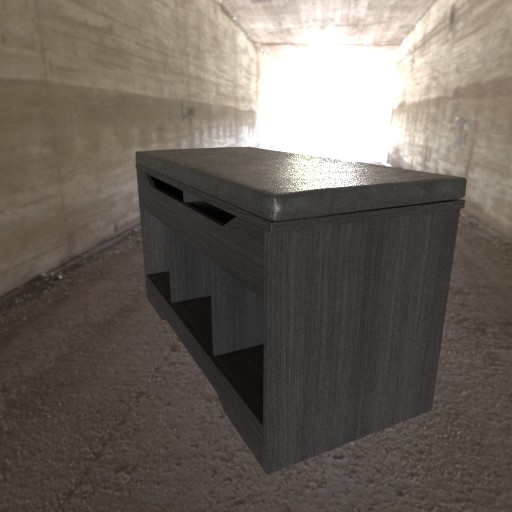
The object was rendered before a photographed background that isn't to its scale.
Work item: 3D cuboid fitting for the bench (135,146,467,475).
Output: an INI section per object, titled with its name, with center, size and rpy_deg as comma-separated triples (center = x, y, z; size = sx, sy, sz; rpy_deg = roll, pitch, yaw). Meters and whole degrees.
[bench]
center = 0.000, 0.000, 1.165
size = 0.401, 0.501, 0.905
rpy_deg = -9, 20, -25
